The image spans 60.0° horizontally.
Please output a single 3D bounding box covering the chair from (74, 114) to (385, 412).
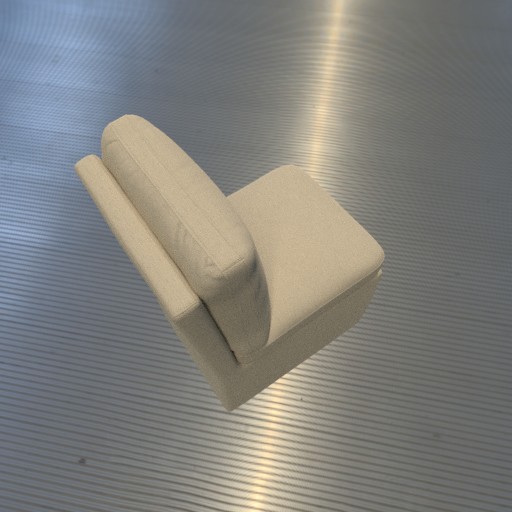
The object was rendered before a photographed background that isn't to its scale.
[{"bbox_3d":[0.000,0.000,1.336,0.698,0.927,0.503,-30,62,-18],"label":"chair"}]
